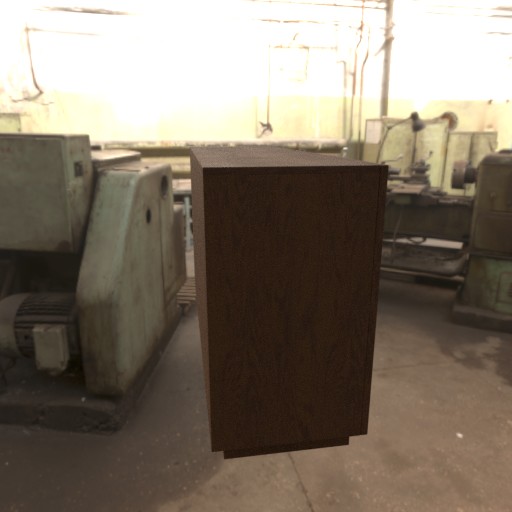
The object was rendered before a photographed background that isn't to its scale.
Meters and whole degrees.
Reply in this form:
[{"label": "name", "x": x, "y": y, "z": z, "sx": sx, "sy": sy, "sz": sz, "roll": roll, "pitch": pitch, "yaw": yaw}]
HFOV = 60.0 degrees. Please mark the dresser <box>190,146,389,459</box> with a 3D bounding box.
[{"label": "dresser", "x": 0.000, "y": 0.000, "z": 1.950, "sx": 0.512, "sy": 0.889, "sz": 1.523, "roll": -3, "pitch": 16, "yaw": -9}]
